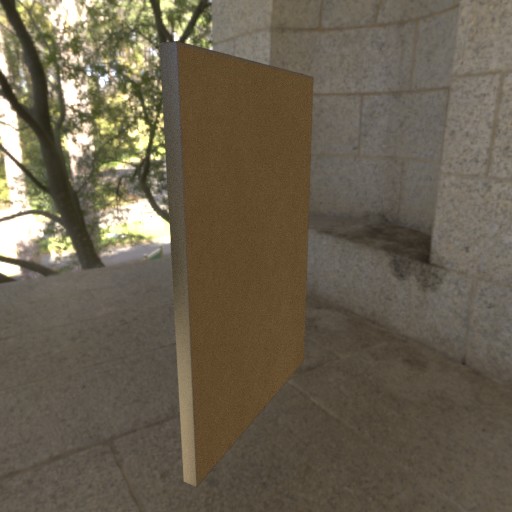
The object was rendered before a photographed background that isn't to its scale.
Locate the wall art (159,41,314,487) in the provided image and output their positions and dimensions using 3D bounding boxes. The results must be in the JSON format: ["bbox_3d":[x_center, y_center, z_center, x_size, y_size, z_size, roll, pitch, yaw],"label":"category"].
[{"bbox_3d":[0.000,0.000,0.568,0.019,0.455,0.314,8,18,27],"label":"wall art"}]
